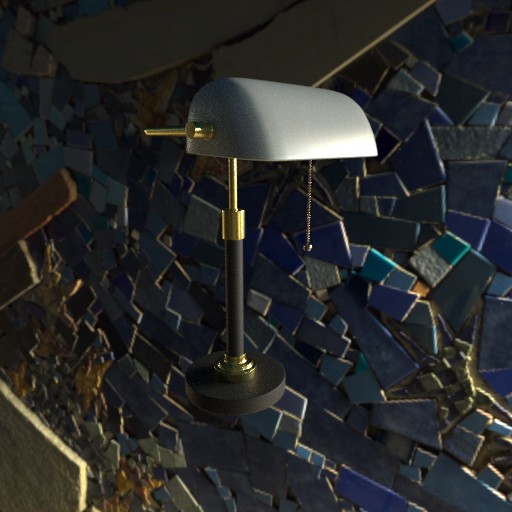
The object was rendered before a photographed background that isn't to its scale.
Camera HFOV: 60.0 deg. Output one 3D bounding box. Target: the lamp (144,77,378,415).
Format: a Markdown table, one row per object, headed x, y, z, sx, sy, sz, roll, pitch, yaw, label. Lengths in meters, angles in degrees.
| x | y | z | sx | sy | sz | roll | pitch | yaw | label |
| --- | --- | --- | --- | --- | --- | --- | --- | --- | --- |
| 0.000 | 0.000 | 0.564 | 0.227 | 0.404 | 0.269 | 14 | 20 | 43 | lamp |
